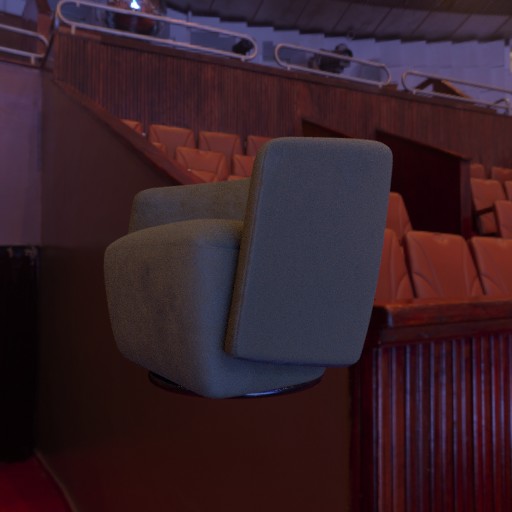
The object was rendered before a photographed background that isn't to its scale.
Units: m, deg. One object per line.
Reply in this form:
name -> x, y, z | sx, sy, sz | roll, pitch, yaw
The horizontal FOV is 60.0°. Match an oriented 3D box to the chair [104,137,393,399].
chair -> 0.000, 0.000, 1.345 | 0.767, 0.698, 0.773 | 1, -2, -35
